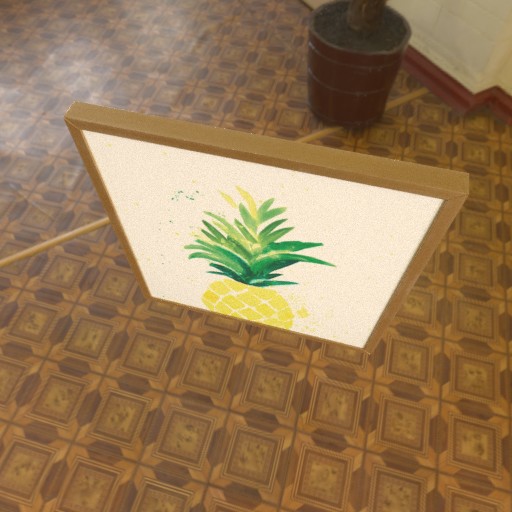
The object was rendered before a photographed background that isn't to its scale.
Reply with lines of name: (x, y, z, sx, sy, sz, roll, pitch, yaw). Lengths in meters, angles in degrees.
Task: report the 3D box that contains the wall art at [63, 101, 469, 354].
wall art: (0.000, 0.000, 0.761, 0.510, 0.509, 0.033, 13, 58, 8)
